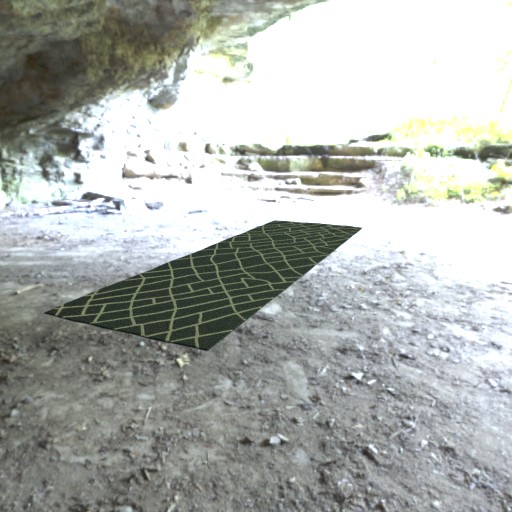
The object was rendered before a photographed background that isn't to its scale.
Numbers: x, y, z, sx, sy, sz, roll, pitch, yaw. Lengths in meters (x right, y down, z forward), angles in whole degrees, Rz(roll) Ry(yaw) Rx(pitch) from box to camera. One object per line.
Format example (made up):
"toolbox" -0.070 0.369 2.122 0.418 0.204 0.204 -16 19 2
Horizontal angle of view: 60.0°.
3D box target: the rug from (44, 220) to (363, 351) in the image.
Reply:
"rug" 0.000 0.000 2.747 0.807 0.010 2.476 7 16 25
